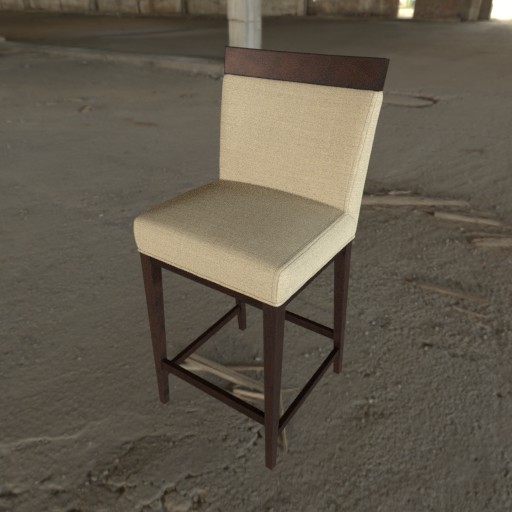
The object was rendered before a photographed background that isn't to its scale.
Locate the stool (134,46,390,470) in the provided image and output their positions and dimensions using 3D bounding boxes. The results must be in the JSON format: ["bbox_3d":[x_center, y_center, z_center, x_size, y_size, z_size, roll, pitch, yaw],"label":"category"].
[{"bbox_3d":[0.000,0.000,1.368,0.511,1.117,0.531,19,36,29],"label":"stool"}]
